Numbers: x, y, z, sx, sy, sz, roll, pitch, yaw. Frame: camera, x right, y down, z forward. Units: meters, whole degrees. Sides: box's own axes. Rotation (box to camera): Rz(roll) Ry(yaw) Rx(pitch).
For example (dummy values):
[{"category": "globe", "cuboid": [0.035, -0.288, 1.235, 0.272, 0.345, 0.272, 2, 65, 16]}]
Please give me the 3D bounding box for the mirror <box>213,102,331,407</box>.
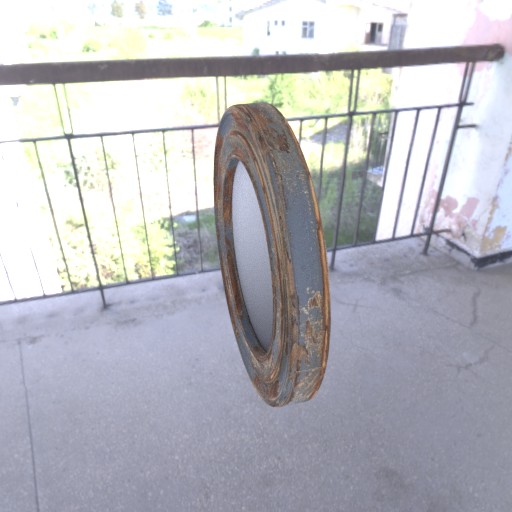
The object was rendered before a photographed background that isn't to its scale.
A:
[{"category": "mirror", "cuboid": [0.000, 0.000, 0.896, 0.061, 0.585, 0.585, -8, 31, -14]}]
